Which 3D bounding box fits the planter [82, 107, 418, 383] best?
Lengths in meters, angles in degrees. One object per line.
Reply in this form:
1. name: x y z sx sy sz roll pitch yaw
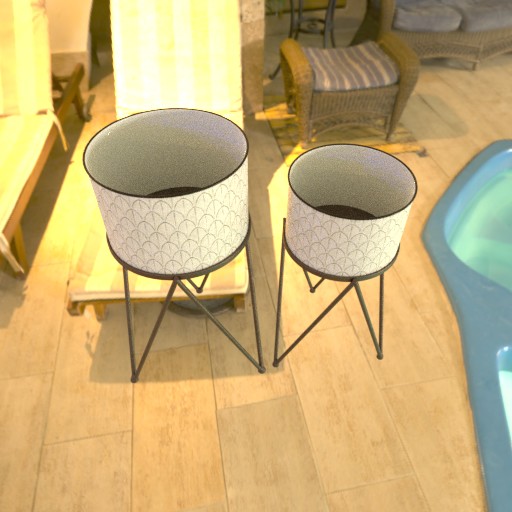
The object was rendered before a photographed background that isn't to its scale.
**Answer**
1. planter: 0.000 0.000 1.178 0.769 0.712 0.413 -3 45 -3
